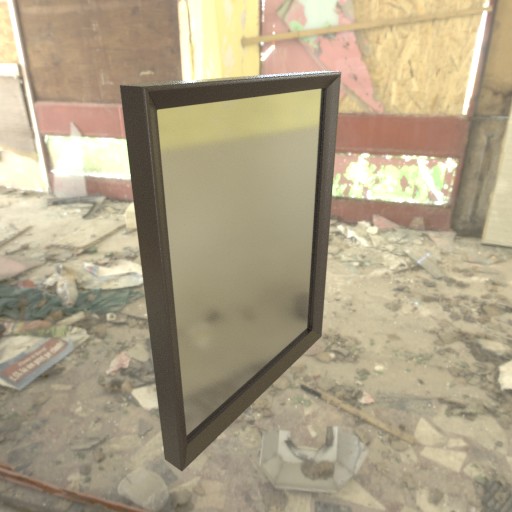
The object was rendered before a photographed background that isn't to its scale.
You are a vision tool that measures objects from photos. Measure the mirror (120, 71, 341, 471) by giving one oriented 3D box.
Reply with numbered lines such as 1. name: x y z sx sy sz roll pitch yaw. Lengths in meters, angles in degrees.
1. mirror: 0.000 0.000 0.677 0.041 0.509 0.406 17 30 33
